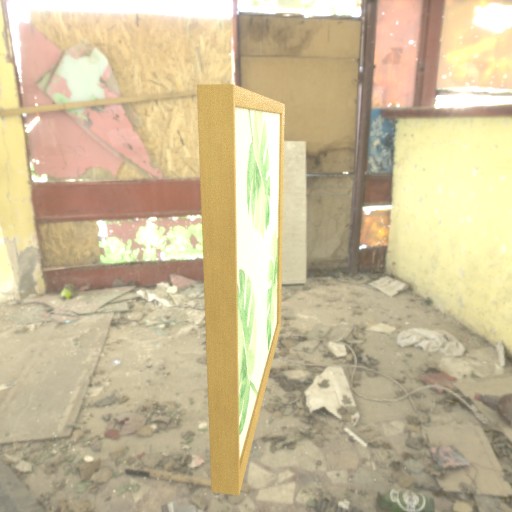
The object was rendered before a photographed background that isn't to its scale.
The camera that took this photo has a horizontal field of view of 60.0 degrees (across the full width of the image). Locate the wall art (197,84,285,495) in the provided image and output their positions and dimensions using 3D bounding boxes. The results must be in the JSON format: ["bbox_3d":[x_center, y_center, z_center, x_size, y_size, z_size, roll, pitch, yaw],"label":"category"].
[{"bbox_3d":[0.000,0.000,0.754,0.038,0.508,0.508,3,17,9],"label":"wall art"}]
